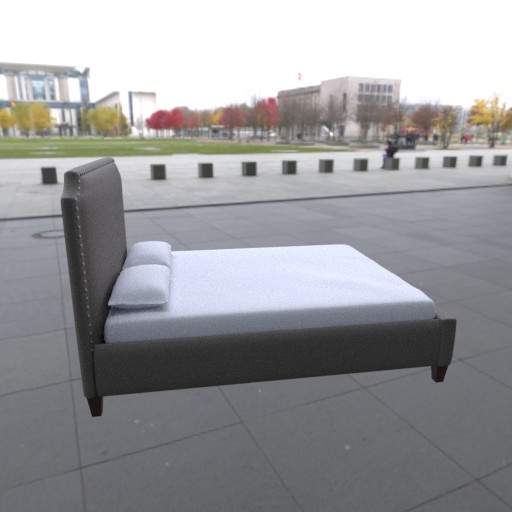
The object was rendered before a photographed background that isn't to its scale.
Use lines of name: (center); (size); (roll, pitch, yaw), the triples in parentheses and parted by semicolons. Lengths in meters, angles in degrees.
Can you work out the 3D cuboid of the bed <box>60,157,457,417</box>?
bed: (0.000, 0.000, 3.403); (2.372, 1.443, 1.712); (-3, 16, -9)
